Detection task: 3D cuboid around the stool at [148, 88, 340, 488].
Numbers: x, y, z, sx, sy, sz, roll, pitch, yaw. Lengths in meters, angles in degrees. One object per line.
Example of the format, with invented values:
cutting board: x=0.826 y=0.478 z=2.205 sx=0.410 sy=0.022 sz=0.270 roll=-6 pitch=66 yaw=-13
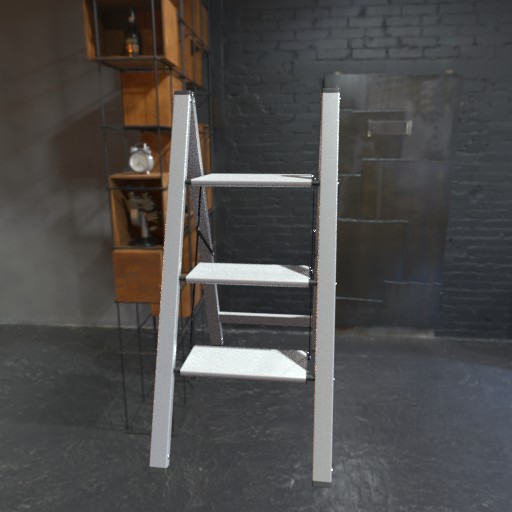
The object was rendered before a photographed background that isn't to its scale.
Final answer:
stool: x=0.000 y=0.000 z=1.281 sx=0.441 sy=0.902 sz=0.730 roll=2 pitch=14 yaw=7
